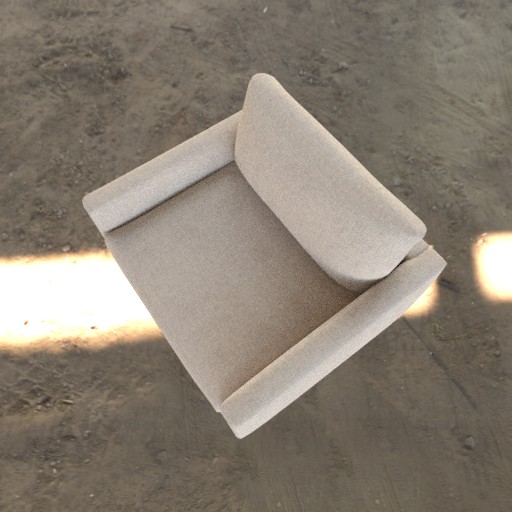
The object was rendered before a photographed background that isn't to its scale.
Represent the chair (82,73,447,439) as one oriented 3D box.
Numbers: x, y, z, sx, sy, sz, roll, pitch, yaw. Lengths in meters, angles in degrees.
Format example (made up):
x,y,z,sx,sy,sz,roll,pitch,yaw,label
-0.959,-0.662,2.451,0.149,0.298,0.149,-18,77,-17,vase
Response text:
x,y,z,sx,sy,sz,roll,pitch,yaw,label
0.000,0.000,1.648,0.866,0.861,0.963,-34,68,-15,chair
